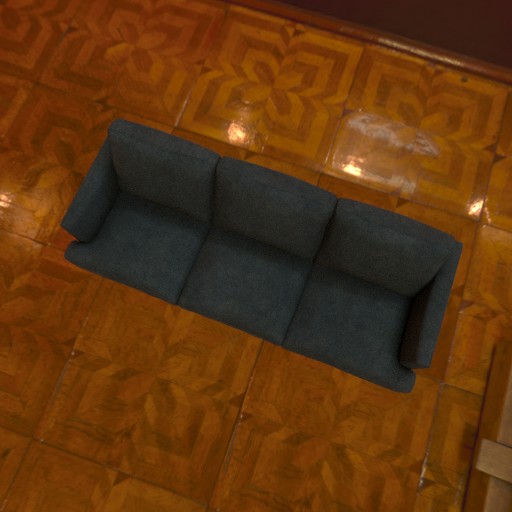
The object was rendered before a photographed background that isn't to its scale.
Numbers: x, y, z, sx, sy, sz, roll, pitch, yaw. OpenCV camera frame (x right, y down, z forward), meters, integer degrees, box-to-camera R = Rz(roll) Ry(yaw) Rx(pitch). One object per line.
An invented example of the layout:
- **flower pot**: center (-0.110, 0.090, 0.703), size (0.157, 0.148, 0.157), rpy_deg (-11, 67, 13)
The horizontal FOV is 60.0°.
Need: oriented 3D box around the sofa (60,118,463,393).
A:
- **sofa**: center (0.000, 0.000, 2.725), size (2.246, 0.930, 0.903), rpy_deg (21, 75, 6)
